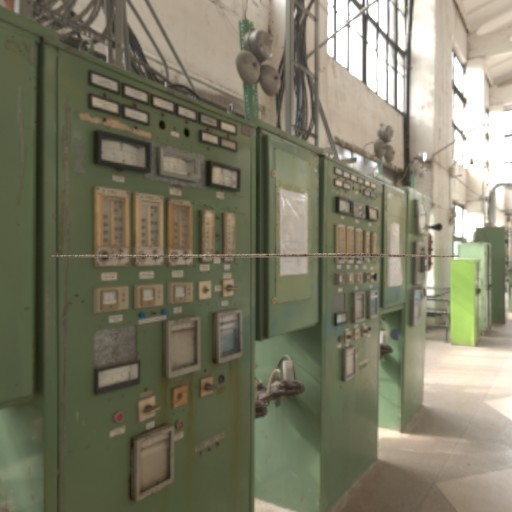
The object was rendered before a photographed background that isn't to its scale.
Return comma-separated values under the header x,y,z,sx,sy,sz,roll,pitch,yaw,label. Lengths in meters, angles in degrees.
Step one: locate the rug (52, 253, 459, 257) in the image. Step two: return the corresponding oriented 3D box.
x,y,z,sx,sy,sz,roll,pitch,yaw,label
0.000,0.000,4.357,3.226,0.024,2.436,0,0,36,rug
